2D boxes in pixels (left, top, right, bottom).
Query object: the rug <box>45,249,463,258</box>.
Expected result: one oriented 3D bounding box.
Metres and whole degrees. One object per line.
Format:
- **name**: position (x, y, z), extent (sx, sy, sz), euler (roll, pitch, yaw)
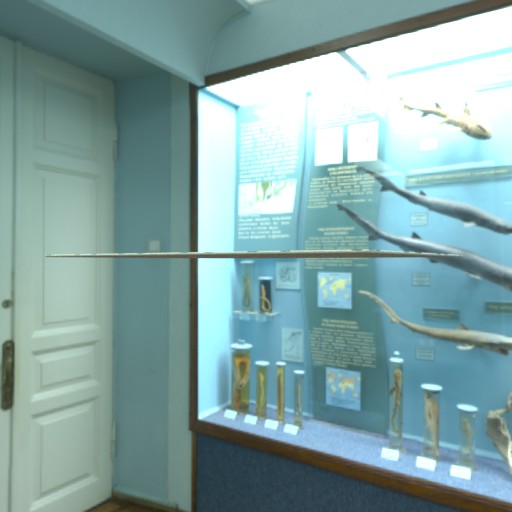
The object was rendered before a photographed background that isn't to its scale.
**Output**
- **rug**: position (0.000, 0.000, 3.864), extent (2.910, 0.021, 2.211), euler (-1, -1, 36)
